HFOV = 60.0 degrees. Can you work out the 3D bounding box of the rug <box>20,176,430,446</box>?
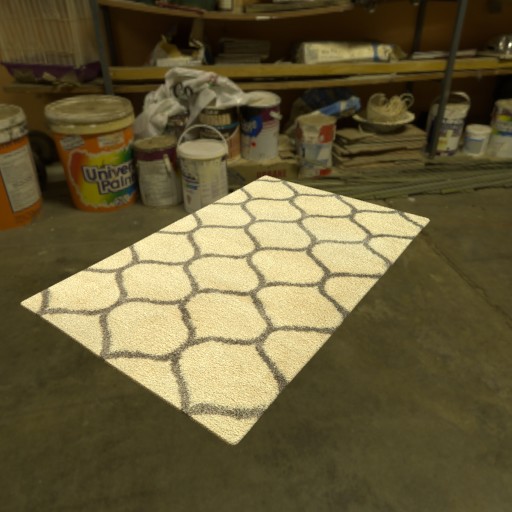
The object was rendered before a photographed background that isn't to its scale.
[{"bbox_3d":[0.000,0.000,2.860,1.501,0.024,2.348,21,37,30],"label":"rug"}]
